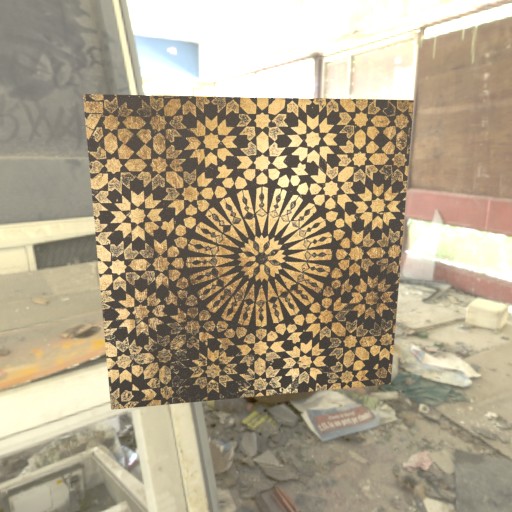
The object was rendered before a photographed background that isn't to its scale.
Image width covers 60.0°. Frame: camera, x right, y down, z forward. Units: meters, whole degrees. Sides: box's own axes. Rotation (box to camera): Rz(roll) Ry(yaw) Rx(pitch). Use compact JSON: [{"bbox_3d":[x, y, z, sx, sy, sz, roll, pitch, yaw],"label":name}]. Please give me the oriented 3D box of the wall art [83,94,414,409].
[{"bbox_3d":[0.000,0.000,0.602,0.405,0.405,0.038,-2,14,-9],"label":"wall art"}]
